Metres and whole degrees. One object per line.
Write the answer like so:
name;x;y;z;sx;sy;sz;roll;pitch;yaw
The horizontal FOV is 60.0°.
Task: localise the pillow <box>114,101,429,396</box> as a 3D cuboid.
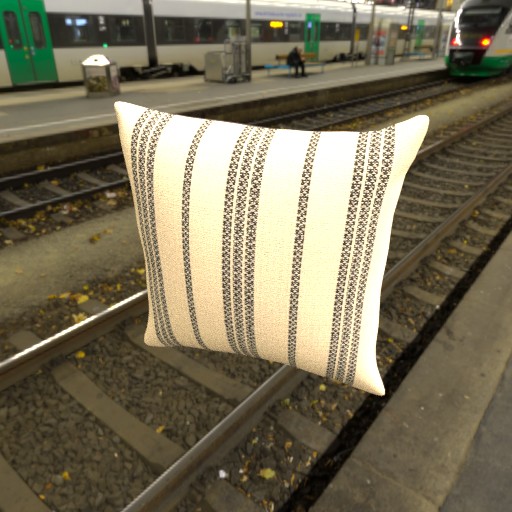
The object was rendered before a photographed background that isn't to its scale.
pillow;0.000;0.000;0.632;0.405;0.406;0.173;8;28;16
